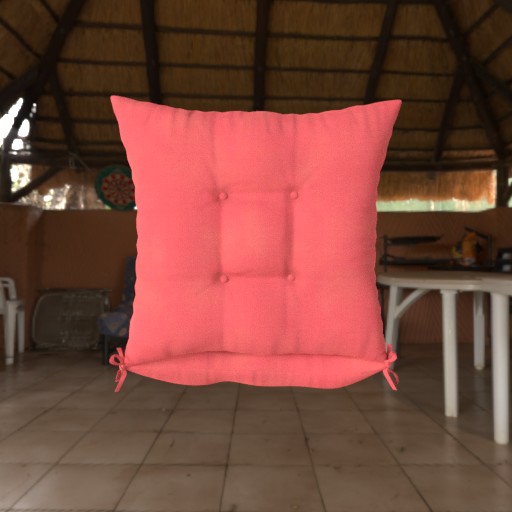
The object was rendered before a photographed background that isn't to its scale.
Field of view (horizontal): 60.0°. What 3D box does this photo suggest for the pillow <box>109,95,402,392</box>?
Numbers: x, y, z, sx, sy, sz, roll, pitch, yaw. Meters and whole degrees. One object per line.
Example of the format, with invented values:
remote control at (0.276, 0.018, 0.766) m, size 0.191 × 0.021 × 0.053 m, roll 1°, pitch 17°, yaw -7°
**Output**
pillow at (0.000, 0.000, 1.000) m, size 0.541 × 0.536 × 0.585 m, roll 0°, pitch -1°, yaw -1°
